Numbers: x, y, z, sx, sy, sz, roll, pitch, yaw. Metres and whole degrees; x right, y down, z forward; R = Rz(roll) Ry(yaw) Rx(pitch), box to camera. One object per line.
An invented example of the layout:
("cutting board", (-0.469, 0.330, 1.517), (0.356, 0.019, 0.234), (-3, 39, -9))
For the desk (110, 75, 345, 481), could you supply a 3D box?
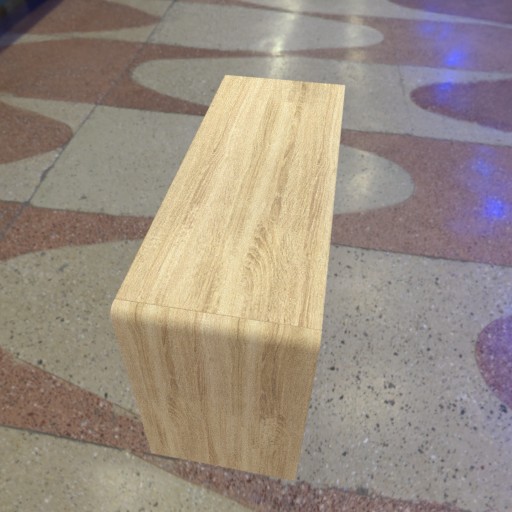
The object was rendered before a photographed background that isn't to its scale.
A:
("desk", (0.000, 0.000, 1.669), (0.500, 0.750, 1.300), (8, 48, 7))
